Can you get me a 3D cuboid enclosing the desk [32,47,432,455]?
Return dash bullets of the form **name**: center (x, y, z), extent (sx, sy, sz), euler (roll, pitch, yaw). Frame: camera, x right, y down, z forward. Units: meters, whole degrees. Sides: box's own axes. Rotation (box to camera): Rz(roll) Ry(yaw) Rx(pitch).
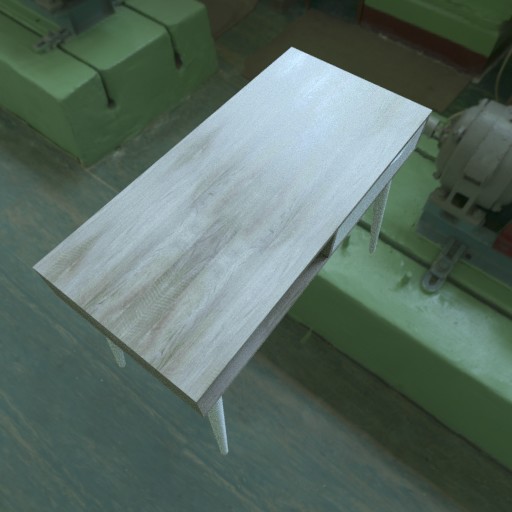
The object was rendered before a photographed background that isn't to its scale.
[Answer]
- **desk**: center (0.000, 0.000, 1.394), extent (0.491, 0.723, 0.979), euler (33, 64, 18)
